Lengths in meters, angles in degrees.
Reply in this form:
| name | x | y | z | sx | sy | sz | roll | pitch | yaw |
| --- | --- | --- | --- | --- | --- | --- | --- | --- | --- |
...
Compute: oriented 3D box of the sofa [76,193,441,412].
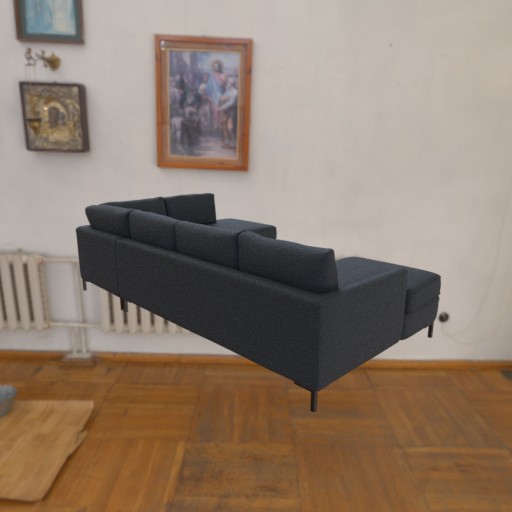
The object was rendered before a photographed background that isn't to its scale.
| name | x | y | z | sx | sy | sz | roll | pitch | yaw |
| --- | --- | --- | --- | --- | --- | --- | --- | --- | --- |
| sofa | 0.000 | 0.000 | 3.891 | 1.984 | 0.858 | 2.975 | -13 | 19 | -43 |
